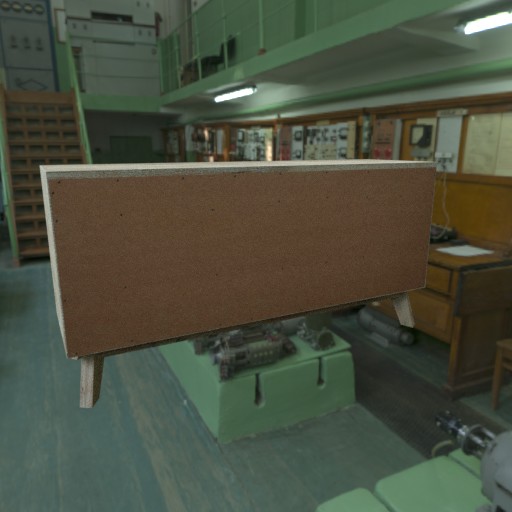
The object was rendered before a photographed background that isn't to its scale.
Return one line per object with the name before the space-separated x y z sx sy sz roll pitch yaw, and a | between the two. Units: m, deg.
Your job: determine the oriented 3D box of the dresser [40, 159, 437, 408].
dresser | 0.000 0.000 1.928 1.602 0.788 0.455 -7 16 -26
